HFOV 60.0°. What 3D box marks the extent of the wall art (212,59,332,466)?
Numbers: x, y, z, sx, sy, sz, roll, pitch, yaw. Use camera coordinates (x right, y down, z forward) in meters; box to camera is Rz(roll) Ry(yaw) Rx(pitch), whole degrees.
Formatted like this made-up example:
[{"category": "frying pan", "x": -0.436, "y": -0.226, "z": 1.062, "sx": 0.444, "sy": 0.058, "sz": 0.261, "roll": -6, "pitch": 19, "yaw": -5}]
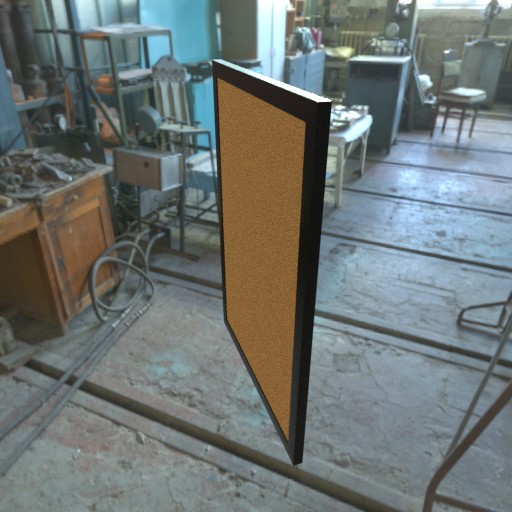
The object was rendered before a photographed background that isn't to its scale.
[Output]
[{"category": "wall art", "x": 0.000, "y": 0.000, "z": 0.860, "sx": 0.019, "sy": 0.656, "sz": 0.462, "roll": -10, "pitch": 31, "yaw": -17}]
